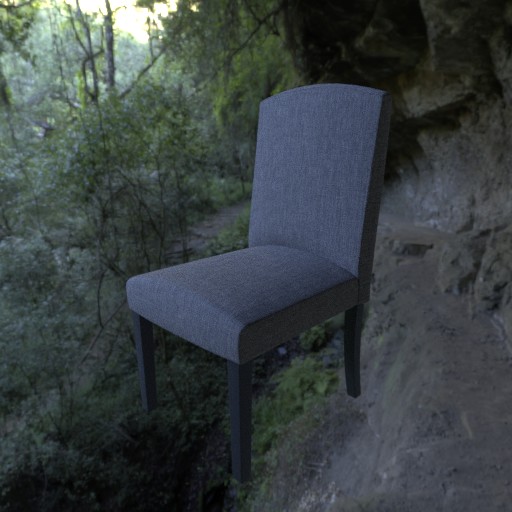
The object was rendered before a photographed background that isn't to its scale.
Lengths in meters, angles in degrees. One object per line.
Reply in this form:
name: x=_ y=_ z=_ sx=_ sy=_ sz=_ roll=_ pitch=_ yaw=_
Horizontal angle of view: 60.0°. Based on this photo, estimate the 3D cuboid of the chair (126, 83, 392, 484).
chair: x=0.000 y=0.000 z=1.212 sx=0.451 sy=0.917 sz=0.580 roll=15 pitch=21 yaw=42
